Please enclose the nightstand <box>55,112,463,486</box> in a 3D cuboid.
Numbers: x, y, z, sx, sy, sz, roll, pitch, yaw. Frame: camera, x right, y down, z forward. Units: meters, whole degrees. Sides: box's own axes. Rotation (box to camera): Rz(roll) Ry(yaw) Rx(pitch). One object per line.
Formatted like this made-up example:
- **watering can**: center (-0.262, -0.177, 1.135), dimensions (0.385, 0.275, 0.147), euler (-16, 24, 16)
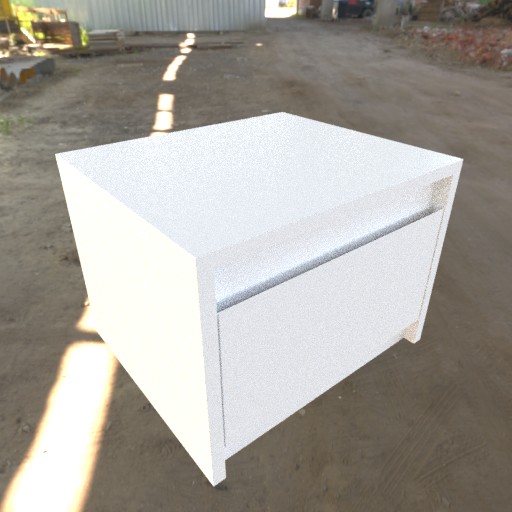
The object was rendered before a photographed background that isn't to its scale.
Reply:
- **nightstand**: center (0.000, 0.000, 0.763), dimensions (0.470, 0.351, 0.408), euler (-22, 37, -33)
